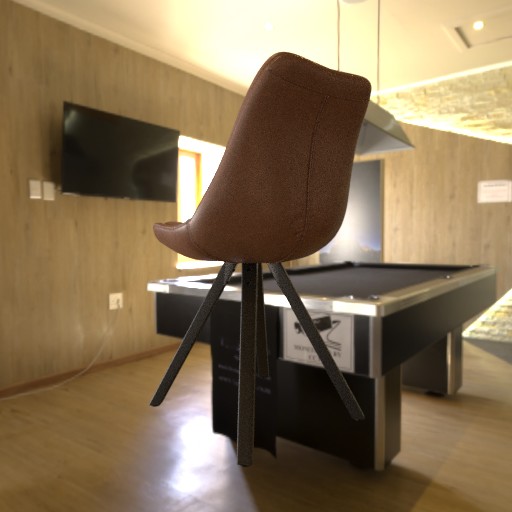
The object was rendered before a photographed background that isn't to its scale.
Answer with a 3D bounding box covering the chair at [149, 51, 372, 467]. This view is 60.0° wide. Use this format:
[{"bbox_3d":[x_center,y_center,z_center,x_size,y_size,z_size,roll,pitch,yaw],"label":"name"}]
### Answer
[{"bbox_3d":[0.000,0.000,1.185,0.475,0.850,0.550,-2,4,-38],"label":"chair"}]
